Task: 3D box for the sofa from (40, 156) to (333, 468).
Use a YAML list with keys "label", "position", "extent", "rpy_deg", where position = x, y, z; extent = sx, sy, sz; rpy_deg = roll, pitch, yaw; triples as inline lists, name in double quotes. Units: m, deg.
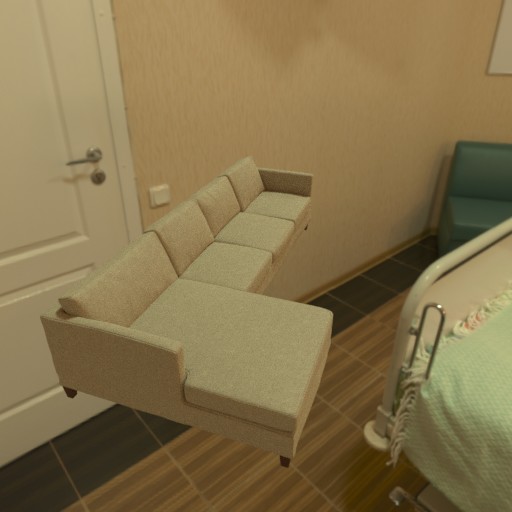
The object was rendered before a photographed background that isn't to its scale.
- label: "sofa"
  position: [0.000, 0.000, 3.831]
  extent: [1.625, 0.846, 3.186]
  rpy_deg: [10, 30, 17]
